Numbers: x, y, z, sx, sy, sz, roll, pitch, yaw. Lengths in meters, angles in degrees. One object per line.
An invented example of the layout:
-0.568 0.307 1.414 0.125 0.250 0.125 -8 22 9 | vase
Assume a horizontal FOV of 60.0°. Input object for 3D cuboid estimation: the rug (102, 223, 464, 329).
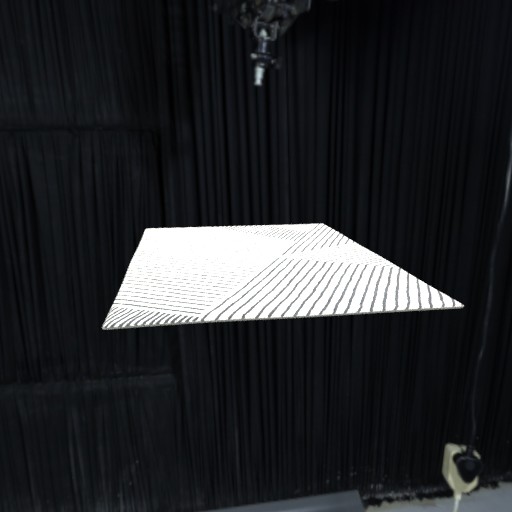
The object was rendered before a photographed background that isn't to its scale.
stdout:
0.000 0.000 3.348 1.829 0.028 2.449 -2 14 -9 | rug
